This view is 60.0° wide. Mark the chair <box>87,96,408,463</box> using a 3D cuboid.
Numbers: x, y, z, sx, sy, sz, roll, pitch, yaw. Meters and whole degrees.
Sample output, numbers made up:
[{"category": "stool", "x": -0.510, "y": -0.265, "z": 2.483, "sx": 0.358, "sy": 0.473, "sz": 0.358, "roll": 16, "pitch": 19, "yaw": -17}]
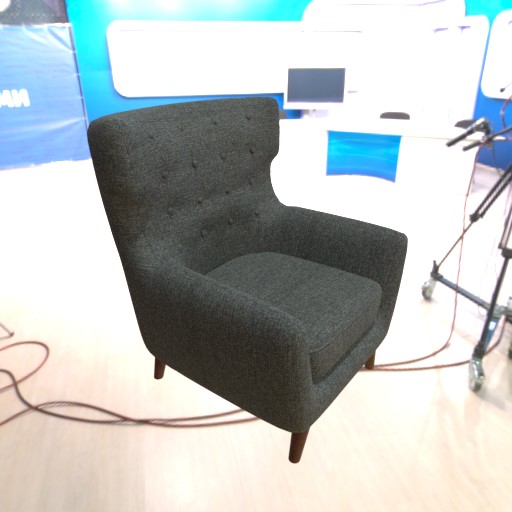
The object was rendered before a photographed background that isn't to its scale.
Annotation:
[{"category": "chair", "x": 0.000, "y": 0.000, "z": 1.695, "sx": 0.904, "sy": 1.063, "sz": 0.878, "roll": 18, "pitch": 31, "yaw": 33}]
